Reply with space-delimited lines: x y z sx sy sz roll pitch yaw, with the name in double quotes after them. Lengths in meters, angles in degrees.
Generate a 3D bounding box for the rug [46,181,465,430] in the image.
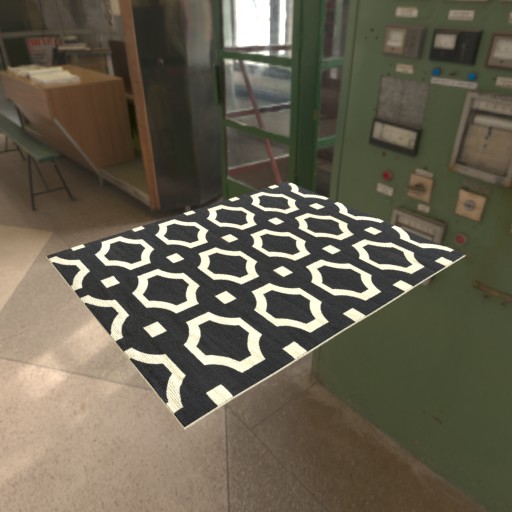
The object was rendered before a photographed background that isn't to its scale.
0.000 0.000 4.136 3.049 0.021 2.466 -22 37 -33 "rug"
